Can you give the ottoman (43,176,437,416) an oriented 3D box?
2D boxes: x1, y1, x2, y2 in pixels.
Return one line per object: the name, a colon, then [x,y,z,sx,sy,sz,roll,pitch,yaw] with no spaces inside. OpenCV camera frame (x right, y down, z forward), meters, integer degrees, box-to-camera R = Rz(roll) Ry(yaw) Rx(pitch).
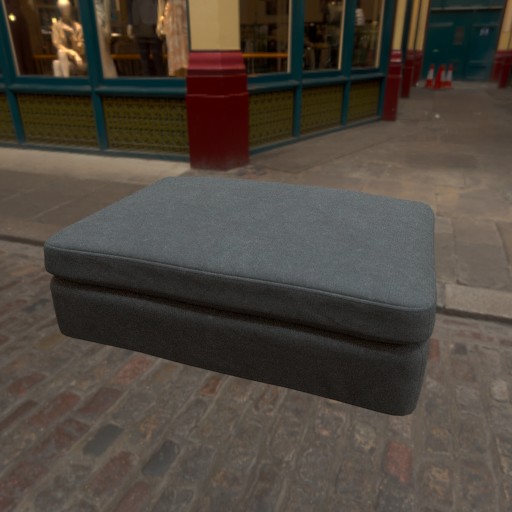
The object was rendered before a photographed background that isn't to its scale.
ottoman: [0.000,0.000,1.607,1.199,0.429,0.840,9,27,17]
